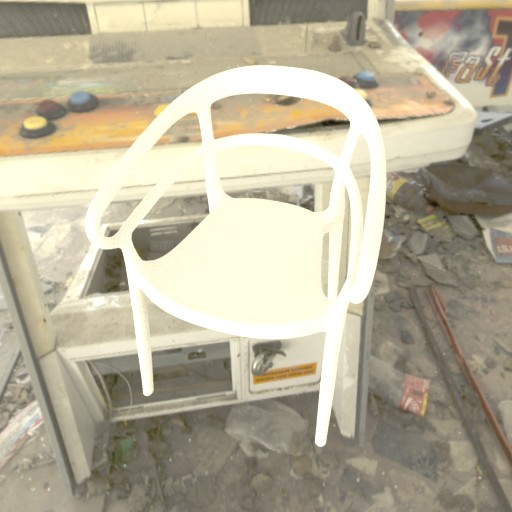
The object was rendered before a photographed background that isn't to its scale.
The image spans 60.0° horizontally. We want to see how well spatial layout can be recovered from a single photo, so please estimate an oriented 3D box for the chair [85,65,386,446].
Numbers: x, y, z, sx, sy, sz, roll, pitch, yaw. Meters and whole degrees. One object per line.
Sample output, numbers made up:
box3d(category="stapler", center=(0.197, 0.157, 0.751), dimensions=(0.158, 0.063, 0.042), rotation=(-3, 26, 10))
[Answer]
box3d(category="chair", center=(0.000, 0.000, 1.119), dimensions=(0.559, 0.761, 0.527), rotation=(11, 43, 13))
